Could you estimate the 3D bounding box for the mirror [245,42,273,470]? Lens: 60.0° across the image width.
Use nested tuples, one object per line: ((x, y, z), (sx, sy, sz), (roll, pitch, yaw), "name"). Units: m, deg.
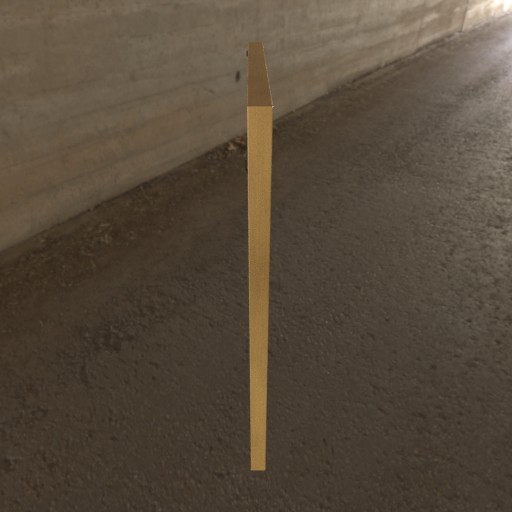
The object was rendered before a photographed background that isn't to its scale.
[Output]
((0.000, 0.000, 1.137), (0.041, 0.915, 0.609), (0, 34, -1), "mirror")
